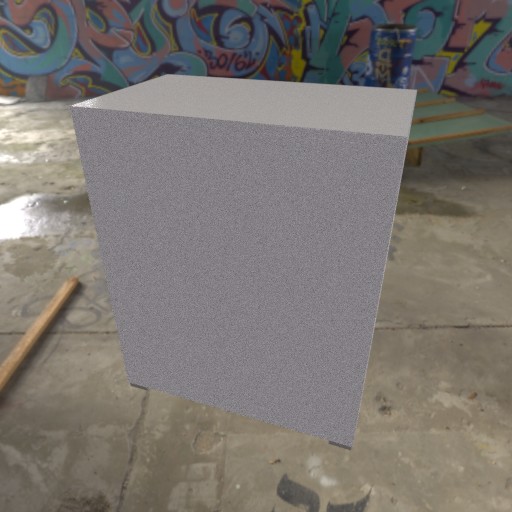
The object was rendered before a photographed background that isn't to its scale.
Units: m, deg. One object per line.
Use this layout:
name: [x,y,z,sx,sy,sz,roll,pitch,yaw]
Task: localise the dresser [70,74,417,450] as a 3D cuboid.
dresser: [0.000,0.000,1.163,0.650,0.800,0.400,10,33,16]
